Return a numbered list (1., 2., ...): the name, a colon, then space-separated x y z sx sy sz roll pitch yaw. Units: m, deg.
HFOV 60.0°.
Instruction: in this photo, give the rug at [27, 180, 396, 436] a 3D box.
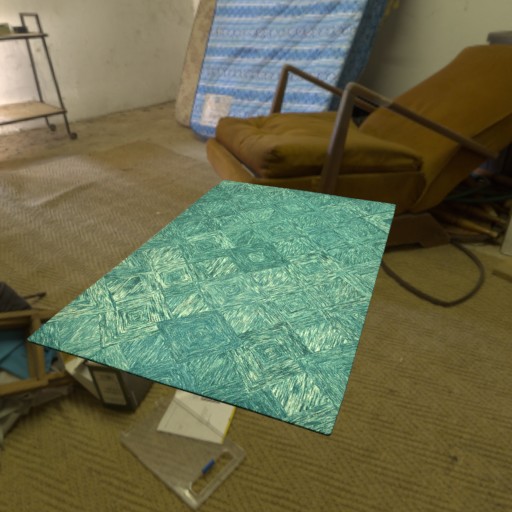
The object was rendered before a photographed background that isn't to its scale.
1. rug: 0.000 0.000 2.129 1.136 0.017 1.728 11 32 18
